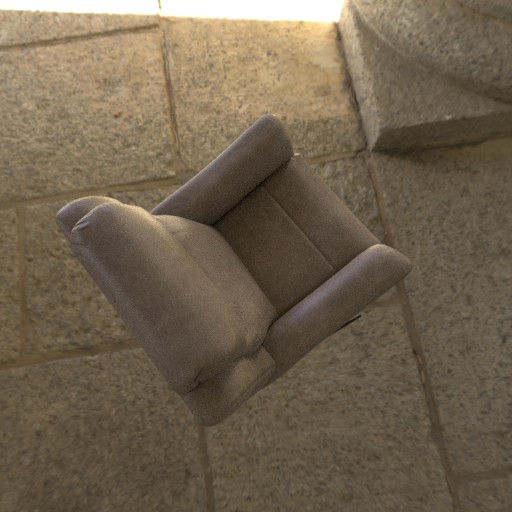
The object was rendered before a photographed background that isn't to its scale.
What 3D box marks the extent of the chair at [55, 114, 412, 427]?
[{"bbox_3d":[0.000,0.000,1.897,1.068,1.116,0.967,-37,78,-10],"label":"chair"}]
